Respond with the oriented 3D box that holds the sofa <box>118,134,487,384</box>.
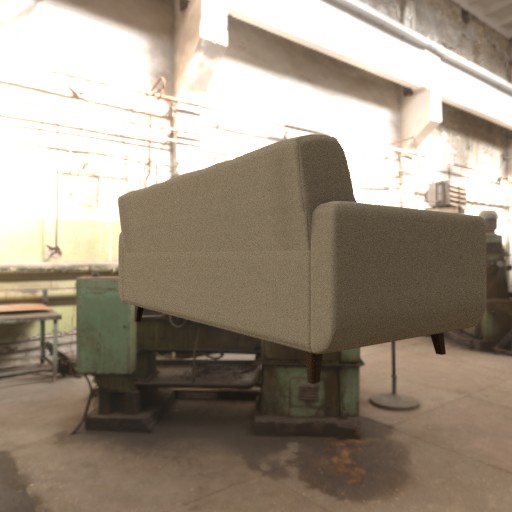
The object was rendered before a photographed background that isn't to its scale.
[{"bbox_3d":[0.000,0.000,2.516,0.980,0.892,2.137,0,0,-35],"label":"sofa"}]
